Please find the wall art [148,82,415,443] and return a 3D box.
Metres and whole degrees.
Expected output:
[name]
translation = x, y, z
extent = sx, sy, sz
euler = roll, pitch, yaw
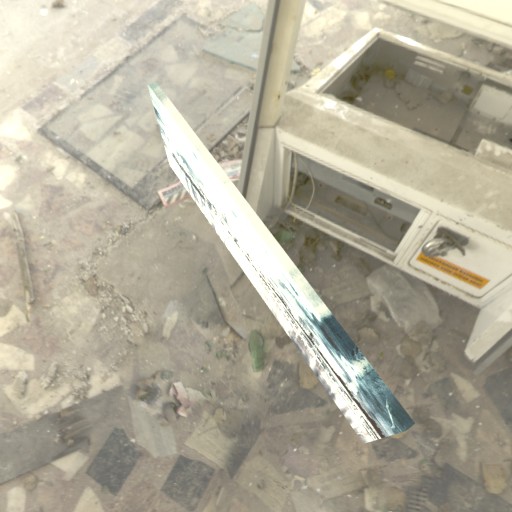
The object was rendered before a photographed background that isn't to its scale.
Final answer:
[wall art]
translation = 0.000, 0.000, 1.701
extent = 0.037, 0.509, 1.524
euler = -30, 67, -14
